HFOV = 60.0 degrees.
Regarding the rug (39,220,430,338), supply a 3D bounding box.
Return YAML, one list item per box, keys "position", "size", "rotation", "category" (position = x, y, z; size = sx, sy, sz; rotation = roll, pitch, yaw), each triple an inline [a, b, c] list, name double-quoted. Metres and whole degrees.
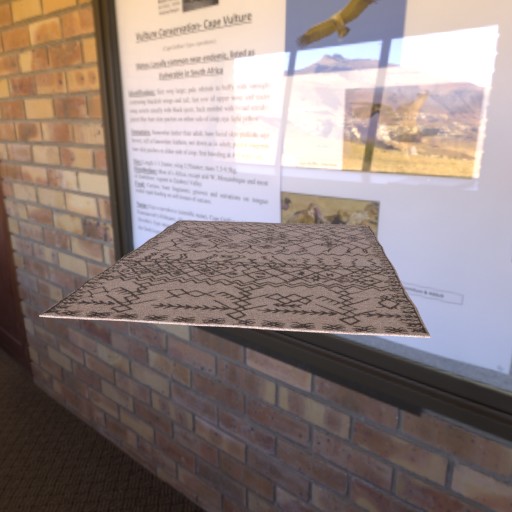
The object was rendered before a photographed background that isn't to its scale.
- position: [0.000, 0.000, 3.327]
  size: [1.964, 0.025, 2.455]
  rotation: [2, 16, 7]
  category: "rug"
